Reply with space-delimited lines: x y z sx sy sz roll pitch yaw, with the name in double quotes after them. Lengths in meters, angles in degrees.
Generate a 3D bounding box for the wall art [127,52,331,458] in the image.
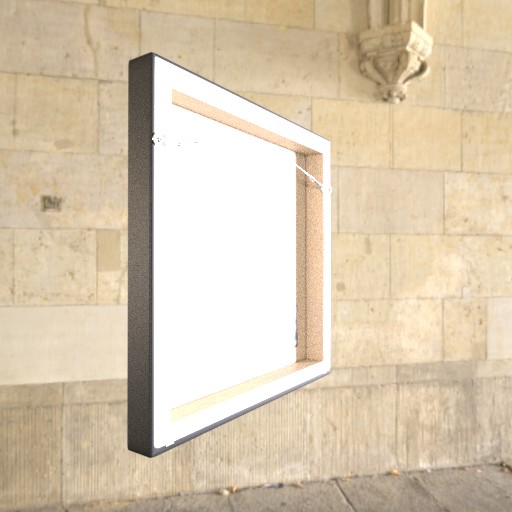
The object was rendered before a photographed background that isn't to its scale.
0.000 0.000 0.614 0.041 0.407 0.406 0 -1 35 "wall art"
